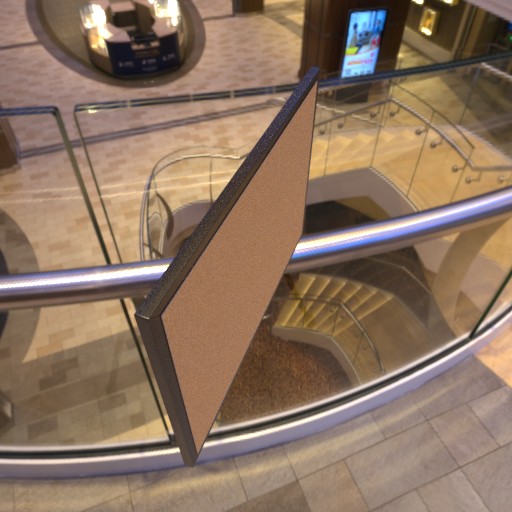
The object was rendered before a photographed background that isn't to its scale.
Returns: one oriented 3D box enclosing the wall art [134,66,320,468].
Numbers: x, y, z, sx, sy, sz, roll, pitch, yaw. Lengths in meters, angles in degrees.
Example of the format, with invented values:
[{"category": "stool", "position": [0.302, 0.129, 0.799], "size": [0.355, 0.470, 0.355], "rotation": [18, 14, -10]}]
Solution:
[{"category": "wall art", "position": [0.000, 0.000, 0.565], "size": [0.013, 0.306, 0.440], "rotation": [16, 49, 15]}]
